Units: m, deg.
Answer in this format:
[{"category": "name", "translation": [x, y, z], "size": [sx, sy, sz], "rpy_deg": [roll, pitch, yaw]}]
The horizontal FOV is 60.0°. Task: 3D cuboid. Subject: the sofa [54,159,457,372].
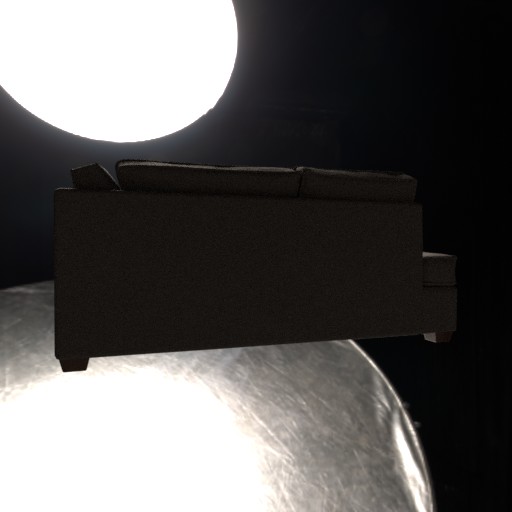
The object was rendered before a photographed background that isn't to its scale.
[{"category": "sofa", "translation": [0.000, 0.000, 2.812], "size": [2.237, 1.033, 1.110], "rpy_deg": [0, 1, -19]}]
